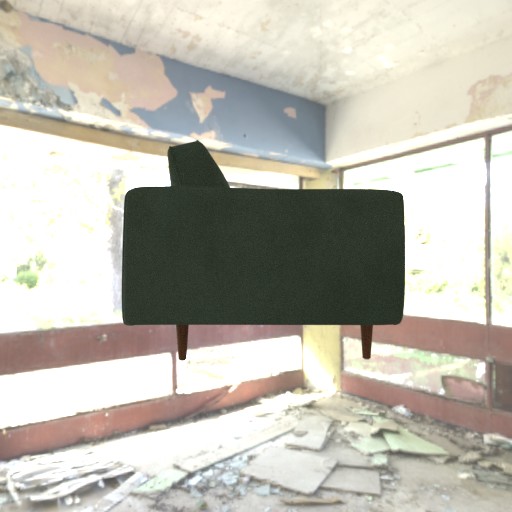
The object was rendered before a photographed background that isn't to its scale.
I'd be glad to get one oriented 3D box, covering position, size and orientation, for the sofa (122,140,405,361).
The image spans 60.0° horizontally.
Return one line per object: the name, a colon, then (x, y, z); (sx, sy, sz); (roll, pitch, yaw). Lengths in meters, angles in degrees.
sofa: (0.000, 0.000, 2.325); (0.916, 0.772, 1.880); (0, -1, -2)
